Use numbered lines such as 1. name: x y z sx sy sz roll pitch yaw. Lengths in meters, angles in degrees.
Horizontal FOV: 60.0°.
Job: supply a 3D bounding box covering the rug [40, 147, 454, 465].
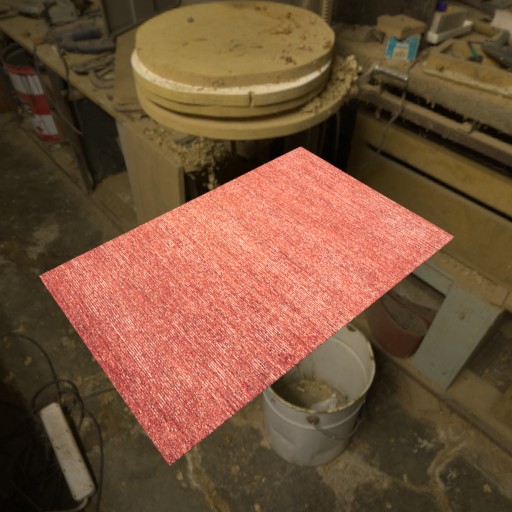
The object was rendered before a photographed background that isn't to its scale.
1. rug: 0.000 0.000 2.207 1.747 0.011 1.139 -31 53 -27
